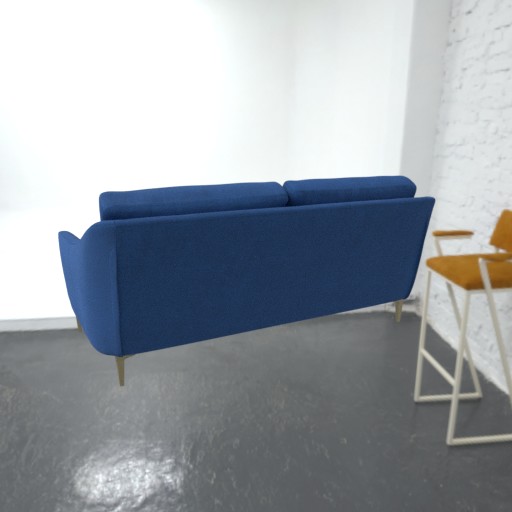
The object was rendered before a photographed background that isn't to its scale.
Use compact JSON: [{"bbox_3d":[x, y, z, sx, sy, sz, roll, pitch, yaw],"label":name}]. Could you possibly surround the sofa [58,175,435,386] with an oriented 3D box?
[{"bbox_3d":[0.000,0.000,2.562,2.036,0.903,0.960,-7,16,-25],"label":"sofa"}]
